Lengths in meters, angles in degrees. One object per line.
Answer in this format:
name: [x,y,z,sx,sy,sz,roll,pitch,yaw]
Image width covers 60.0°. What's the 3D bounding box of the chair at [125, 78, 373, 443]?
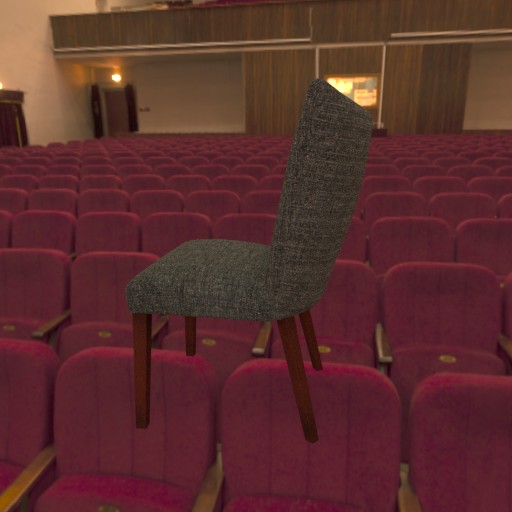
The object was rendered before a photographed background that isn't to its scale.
chair: [0.000,0.000,1.318,0.623,0.924,0.535,3,15,10]
